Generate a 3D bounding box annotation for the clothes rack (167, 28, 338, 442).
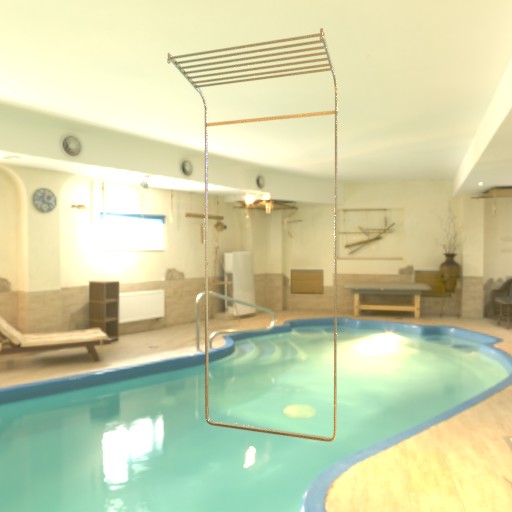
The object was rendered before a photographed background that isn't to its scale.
[{"bbox_3d":[0.000,0.000,1.798,0.609,1.574,0.349,0,1,19],"label":"clothes rack"}]
